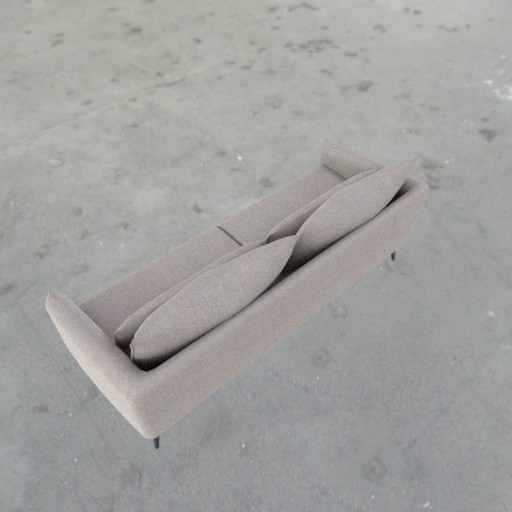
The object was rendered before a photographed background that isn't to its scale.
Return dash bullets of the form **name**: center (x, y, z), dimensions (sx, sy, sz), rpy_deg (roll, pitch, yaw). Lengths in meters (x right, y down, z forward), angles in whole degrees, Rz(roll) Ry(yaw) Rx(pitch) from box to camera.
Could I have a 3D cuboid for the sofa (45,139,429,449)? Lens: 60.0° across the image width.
- **sofa**: center (0.000, 0.000, 2.391), dimensions (2.022, 0.833, 0.809), rpy_deg (-33, 56, -26)
